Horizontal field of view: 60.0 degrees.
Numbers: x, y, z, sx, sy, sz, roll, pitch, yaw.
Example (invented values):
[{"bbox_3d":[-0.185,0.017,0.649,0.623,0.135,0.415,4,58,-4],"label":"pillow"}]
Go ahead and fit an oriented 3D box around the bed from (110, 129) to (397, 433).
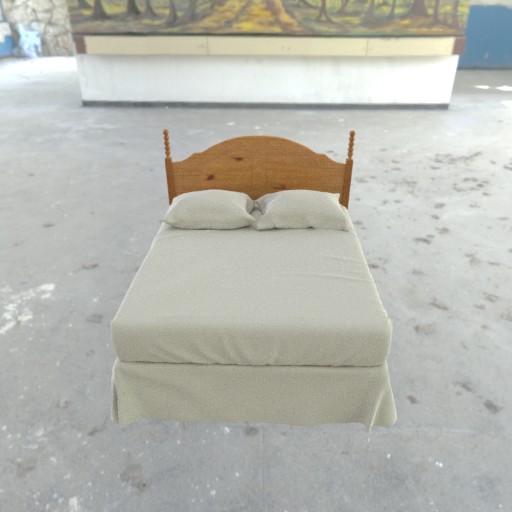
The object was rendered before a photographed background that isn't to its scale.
[{"bbox_3d":[0.000,0.000,3.256,1.873,1.356,2.040,1,30,1],"label":"bed"}]
